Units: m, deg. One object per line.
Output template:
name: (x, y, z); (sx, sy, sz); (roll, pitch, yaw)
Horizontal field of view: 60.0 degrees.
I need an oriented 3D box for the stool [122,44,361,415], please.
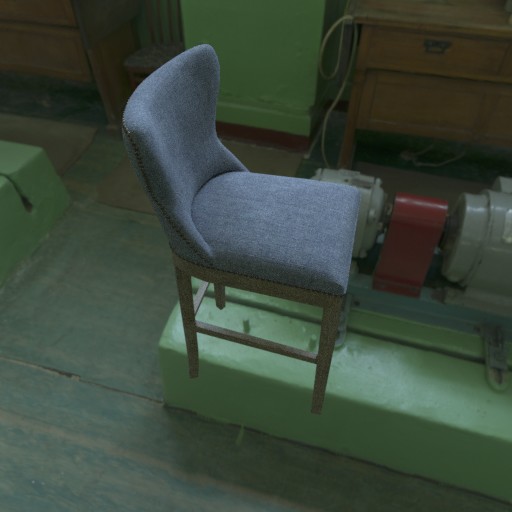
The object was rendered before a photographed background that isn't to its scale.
stool: (0.000, 0.000, 1.432); (0.606, 1.123, 0.494); (11, 47, 10)
